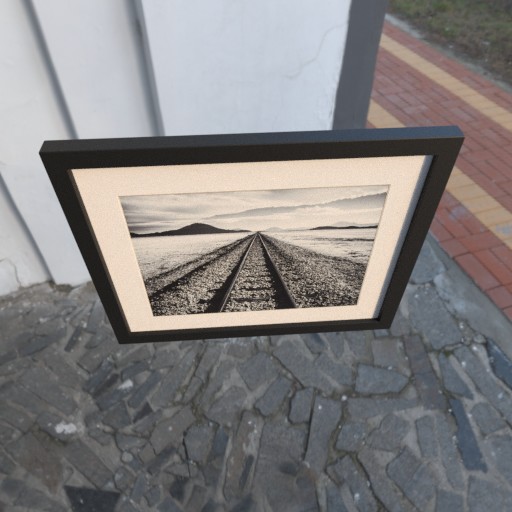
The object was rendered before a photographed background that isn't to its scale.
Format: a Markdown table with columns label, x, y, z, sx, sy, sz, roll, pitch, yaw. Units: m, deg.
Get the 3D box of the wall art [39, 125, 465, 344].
| label | x | y | z | sx | sy | sz | roll | pitch | yaw |
| --- | --- | --- | --- | --- | --- | --- | --- | --- | --- |
| wall art | 0.000 | 0.000 | 0.755 | 0.559 | 0.458 | 0.029 | -3 | 47 | -3 |
